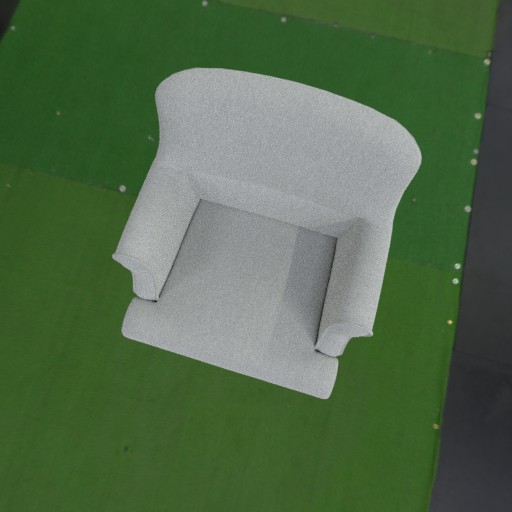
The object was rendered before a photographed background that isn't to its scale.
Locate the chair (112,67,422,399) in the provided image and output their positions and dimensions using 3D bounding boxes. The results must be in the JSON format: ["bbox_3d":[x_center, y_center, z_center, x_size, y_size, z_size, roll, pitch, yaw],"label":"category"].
[{"bbox_3d":[0.000,0.000,1.463,0.781,0.875,0.750,16,77,4],"label":"chair"}]
